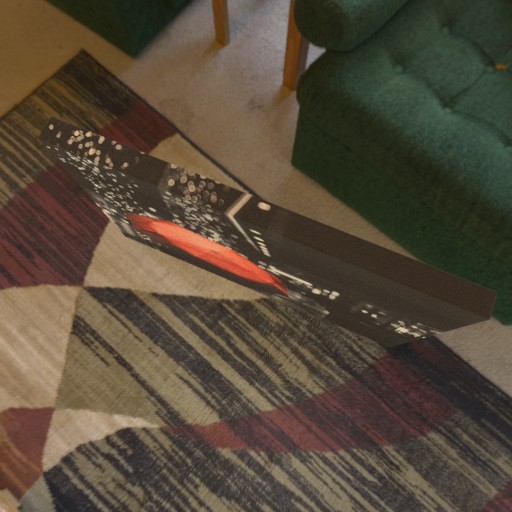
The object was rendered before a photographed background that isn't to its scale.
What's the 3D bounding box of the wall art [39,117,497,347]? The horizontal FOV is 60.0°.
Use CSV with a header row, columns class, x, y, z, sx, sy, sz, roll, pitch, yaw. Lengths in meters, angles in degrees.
class,x,y,z,sx,sy,sz,roll,pitch,yaw
wall art,0.000,0.000,0.748,0.609,0.406,0.037,22,75,6
